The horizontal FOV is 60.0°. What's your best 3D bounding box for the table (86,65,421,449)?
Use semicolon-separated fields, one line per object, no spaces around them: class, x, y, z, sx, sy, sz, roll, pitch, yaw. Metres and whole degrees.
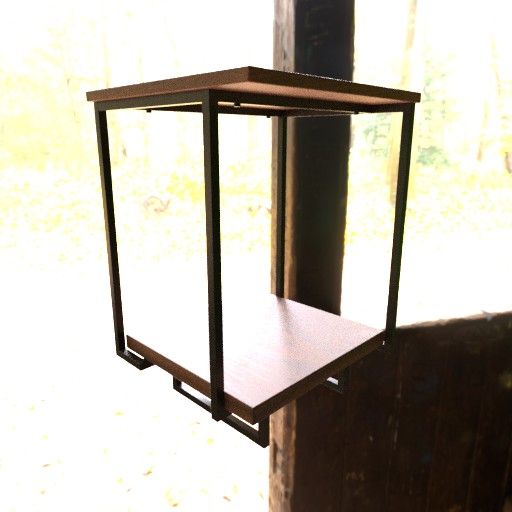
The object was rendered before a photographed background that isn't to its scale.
table;0.000;0.000;0.813;0.384;0.567;0.411;14;20;43
